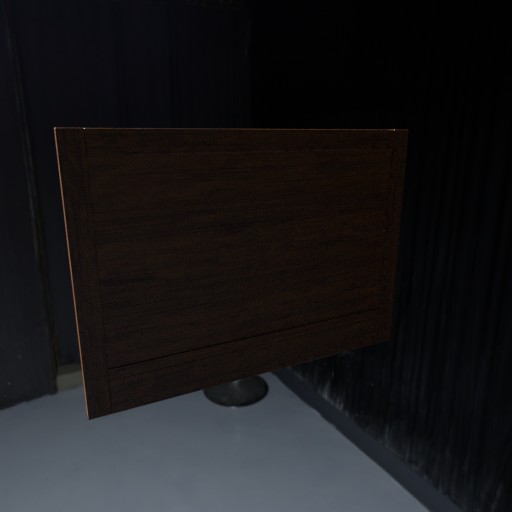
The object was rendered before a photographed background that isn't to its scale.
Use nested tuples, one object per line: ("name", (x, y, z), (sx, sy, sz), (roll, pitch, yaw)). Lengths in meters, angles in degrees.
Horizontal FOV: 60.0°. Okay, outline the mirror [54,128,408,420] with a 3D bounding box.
("mirror", (0.000, 0.000, 0.975), (0.758, 0.537, 0.084), (-8, 17, -26))
